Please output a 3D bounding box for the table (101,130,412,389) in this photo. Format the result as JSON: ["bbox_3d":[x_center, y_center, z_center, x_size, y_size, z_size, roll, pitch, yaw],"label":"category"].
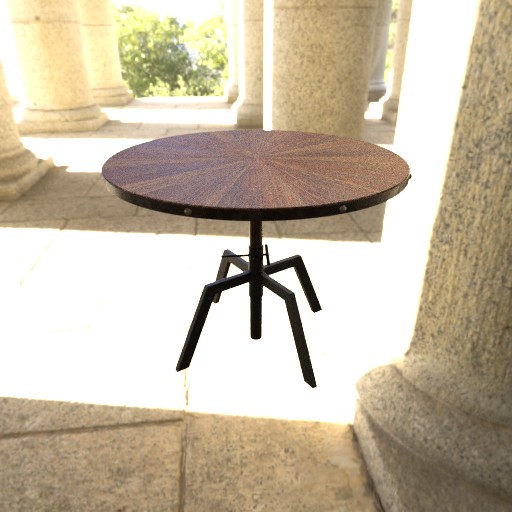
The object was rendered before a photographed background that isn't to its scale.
[{"bbox_3d":[0.000,0.000,1.471,0.885,0.658,0.885,0,26,0],"label":"table"}]
